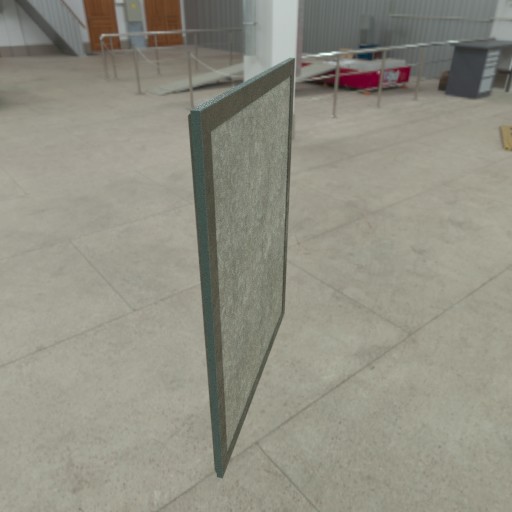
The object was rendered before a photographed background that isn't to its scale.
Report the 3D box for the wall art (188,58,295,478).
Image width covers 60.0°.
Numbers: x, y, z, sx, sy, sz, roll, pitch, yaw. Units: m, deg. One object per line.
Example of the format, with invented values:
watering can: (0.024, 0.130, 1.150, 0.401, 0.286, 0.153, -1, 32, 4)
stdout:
wall art: (0.000, 0.000, 1.293, 0.030, 0.983, 0.767, 8, 31, 14)
